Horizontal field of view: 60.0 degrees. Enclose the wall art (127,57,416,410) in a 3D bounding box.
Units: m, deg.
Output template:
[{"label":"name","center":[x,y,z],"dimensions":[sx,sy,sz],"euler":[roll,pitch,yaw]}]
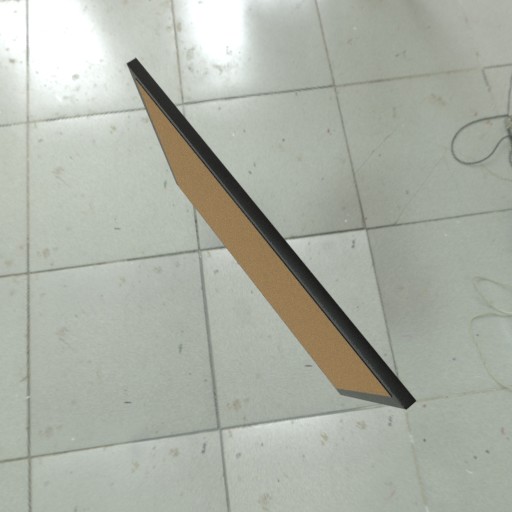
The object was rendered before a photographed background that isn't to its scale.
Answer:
[{"label":"wall art","center":[0.000,0.000,0.575],"dimensions":[0.013,0.306,0.440],"euler":[-36,78,-9]}]
